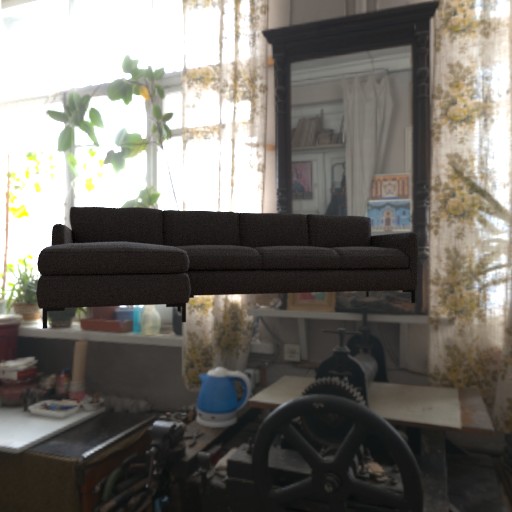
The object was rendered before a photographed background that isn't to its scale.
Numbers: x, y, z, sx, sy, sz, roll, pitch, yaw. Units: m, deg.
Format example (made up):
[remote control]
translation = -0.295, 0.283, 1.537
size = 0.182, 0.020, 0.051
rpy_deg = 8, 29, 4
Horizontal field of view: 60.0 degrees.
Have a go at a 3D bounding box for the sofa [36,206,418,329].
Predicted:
[sofa]
translation = 0.000, 0.000, 3.210
size = 2.731, 0.754, 1.258
rpy_deg = 0, -1, -19
